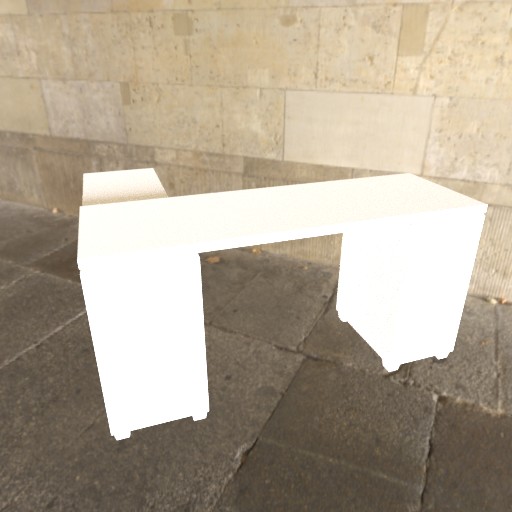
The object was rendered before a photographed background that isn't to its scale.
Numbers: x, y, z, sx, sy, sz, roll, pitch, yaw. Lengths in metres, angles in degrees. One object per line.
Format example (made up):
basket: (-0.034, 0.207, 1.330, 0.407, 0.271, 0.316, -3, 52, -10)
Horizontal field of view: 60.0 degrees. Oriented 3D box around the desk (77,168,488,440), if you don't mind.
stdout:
desk: (0.000, 0.000, 2.205, 1.524, 0.759, 1.199, -8, 27, -17)
